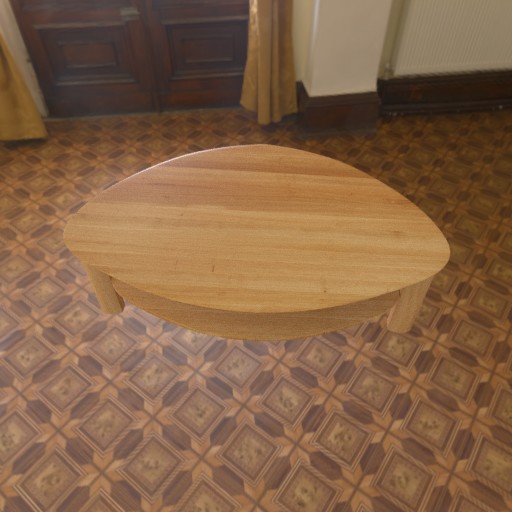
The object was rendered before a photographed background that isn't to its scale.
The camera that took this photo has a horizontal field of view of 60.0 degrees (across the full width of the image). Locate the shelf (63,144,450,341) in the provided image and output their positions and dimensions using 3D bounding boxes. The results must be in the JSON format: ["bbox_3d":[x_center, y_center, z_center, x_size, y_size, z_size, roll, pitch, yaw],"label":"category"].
[{"bbox_3d":[0.000,0.000,1.676,1.246,0.440,0.845,3,46,3],"label":"shelf"}]
